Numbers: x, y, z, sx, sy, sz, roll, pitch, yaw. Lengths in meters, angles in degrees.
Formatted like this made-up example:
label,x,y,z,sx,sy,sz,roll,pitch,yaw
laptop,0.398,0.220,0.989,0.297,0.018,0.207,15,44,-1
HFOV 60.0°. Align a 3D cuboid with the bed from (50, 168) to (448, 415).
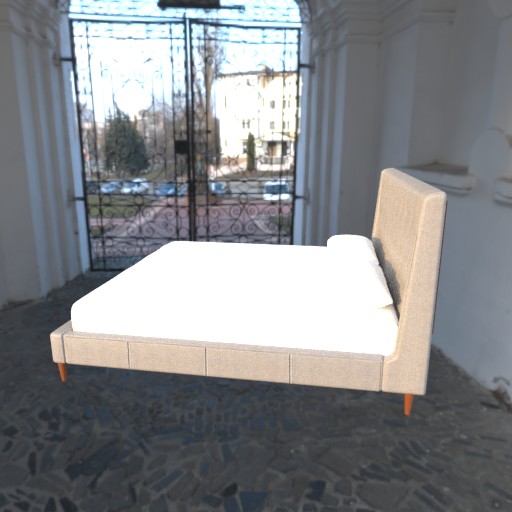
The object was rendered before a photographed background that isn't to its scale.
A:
label,x,y,z,sx,sy,sz,roll,pitch,yaw
bed,0.000,0.000,3.547,2.342,1.289,2.062,2,15,9
